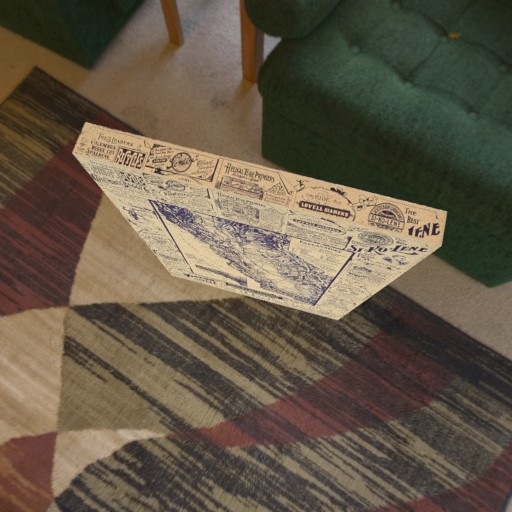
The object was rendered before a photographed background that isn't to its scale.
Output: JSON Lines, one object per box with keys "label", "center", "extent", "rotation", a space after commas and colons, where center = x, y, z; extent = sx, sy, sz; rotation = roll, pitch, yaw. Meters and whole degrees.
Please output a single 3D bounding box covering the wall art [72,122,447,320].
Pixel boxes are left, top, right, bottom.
{"label": "wall art", "center": [0.000, 0.000, 0.766], "extent": [0.408, 0.601, 0.040], "rotation": [15, 75, 4]}
